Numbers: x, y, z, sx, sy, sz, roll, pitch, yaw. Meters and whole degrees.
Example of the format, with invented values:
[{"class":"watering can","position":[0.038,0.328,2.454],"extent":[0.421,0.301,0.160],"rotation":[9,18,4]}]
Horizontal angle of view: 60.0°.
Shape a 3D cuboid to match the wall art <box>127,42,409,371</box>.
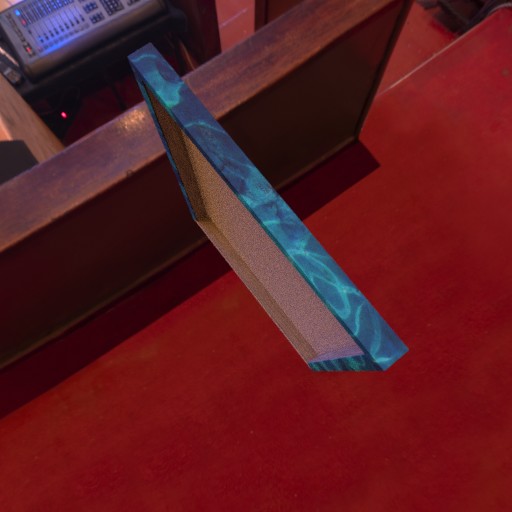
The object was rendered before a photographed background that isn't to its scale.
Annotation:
[{"class":"wall art","position":[0.000,0.000,0.844],"extent":[0.038,0.635,0.508],"rotation":[-37,78,-9]}]
